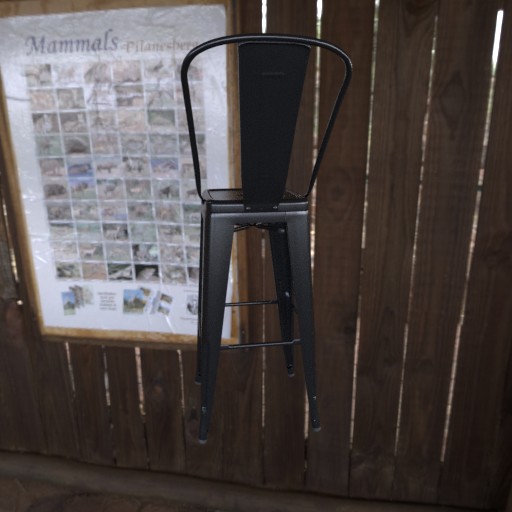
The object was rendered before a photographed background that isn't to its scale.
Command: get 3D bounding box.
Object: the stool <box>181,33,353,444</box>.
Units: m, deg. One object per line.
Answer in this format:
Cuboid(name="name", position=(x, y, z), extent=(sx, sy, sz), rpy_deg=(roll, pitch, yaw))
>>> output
Cuboid(name="stool", position=(0.000, 0.000, 1.306), extent=(0.399, 1.096, 0.513), rpy_deg=(-2, 15, -9))
